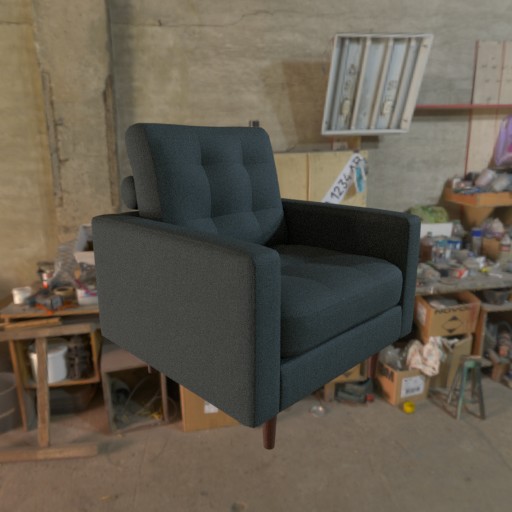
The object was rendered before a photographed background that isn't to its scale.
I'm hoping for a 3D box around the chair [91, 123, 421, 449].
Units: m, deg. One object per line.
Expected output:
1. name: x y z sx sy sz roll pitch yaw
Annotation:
1. chair: 0.000 0.000 1.528 0.821 0.880 0.843 -14 20 -43
